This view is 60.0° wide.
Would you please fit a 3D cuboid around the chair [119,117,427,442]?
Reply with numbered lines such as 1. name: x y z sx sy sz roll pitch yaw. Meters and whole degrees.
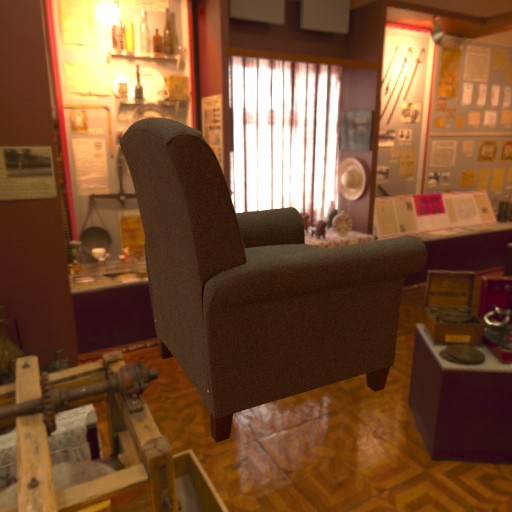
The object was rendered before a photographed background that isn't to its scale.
1. chair: 0.000 0.000 1.814 0.905 1.061 0.978 -7 16 -26
